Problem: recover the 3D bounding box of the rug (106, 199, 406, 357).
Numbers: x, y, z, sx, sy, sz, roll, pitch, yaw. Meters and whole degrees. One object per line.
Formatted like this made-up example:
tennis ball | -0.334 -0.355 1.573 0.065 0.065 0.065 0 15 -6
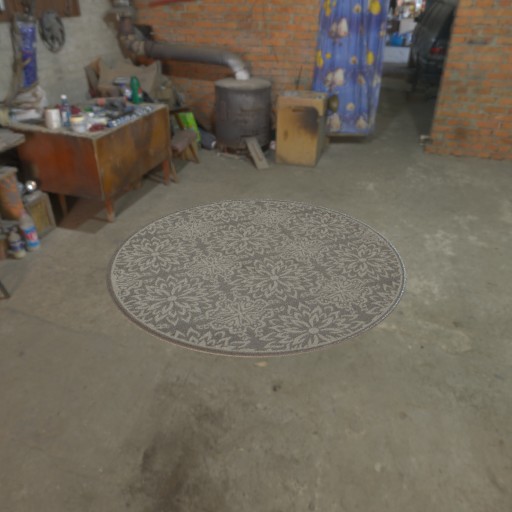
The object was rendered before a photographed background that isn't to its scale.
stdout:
rug | 0.000 0.000 2.447 1.593 0.012 1.593 0 30 0
